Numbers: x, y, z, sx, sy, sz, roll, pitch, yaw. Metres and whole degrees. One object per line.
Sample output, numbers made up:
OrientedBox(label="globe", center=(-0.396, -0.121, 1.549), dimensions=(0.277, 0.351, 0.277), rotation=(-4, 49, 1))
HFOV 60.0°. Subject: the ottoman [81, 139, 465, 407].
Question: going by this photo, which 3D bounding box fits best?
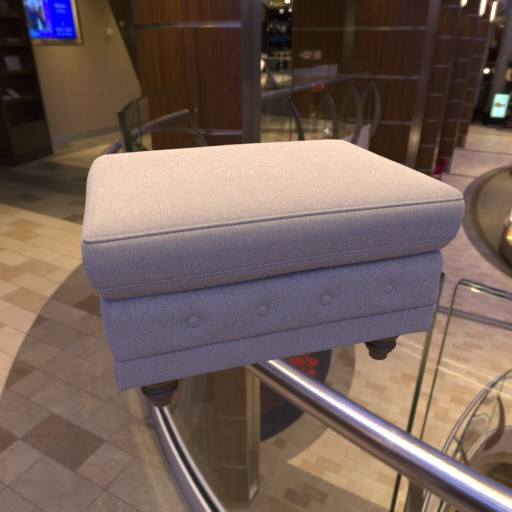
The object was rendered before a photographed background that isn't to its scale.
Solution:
OrientedBox(label="ottoman", center=(0.000, 0.000, 1.134), dimensions=(0.771, 0.500, 0.569), rotation=(-8, 27, -15))
